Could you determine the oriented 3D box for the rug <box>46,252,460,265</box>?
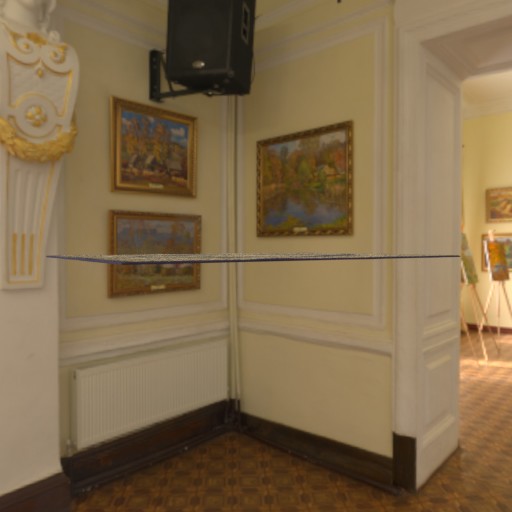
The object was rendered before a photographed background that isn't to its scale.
[{"bbox_3d":[0.000,0.000,2.277,1.781,0.012,1.184,-1,1,-35],"label":"rug"}]
